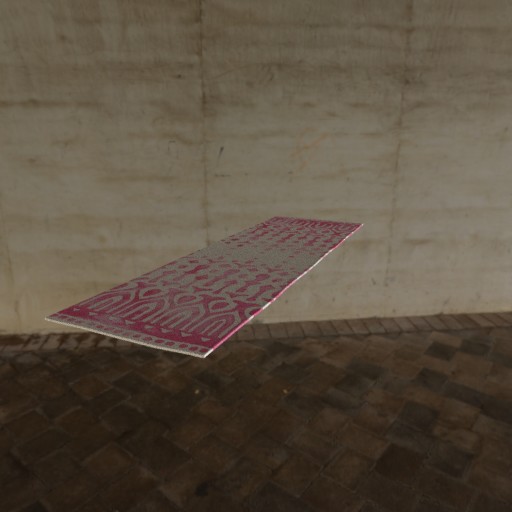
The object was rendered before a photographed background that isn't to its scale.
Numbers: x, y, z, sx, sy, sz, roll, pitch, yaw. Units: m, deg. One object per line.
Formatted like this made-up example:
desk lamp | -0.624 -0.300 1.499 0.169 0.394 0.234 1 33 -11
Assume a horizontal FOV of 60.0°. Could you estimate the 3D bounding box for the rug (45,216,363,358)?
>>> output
rug | 0.000 0.000 2.752 0.787 0.011 2.458 8 18 25
